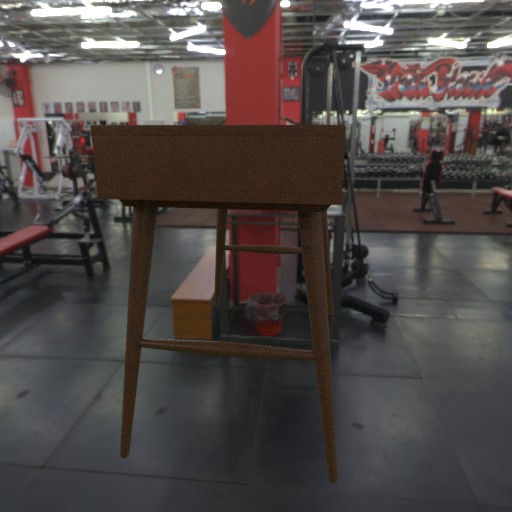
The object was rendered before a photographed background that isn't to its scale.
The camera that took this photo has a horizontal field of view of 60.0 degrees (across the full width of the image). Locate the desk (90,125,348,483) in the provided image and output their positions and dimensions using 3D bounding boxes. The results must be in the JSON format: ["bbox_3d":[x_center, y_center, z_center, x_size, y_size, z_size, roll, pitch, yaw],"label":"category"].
[{"bbox_3d":[0.000,0.000,1.347,0.510,0.758,0.949,2,16,9],"label":"desk"}]
